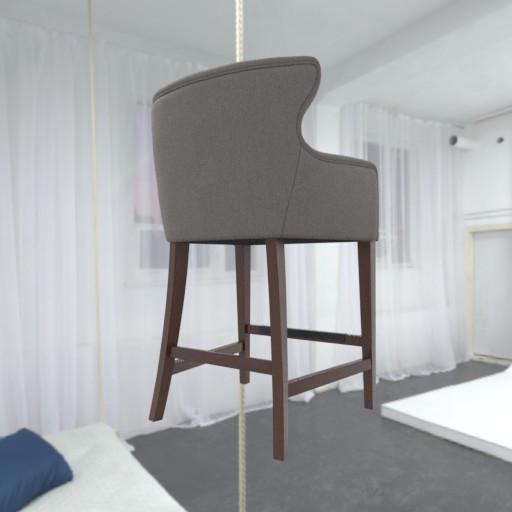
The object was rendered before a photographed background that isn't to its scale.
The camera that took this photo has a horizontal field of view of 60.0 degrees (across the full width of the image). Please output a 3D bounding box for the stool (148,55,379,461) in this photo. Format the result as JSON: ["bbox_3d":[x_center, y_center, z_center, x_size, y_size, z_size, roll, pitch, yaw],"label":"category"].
[{"bbox_3d":[0.000,0.000,1.329,0.575,0.951,0.575,-1,-1,36],"label":"stool"}]
